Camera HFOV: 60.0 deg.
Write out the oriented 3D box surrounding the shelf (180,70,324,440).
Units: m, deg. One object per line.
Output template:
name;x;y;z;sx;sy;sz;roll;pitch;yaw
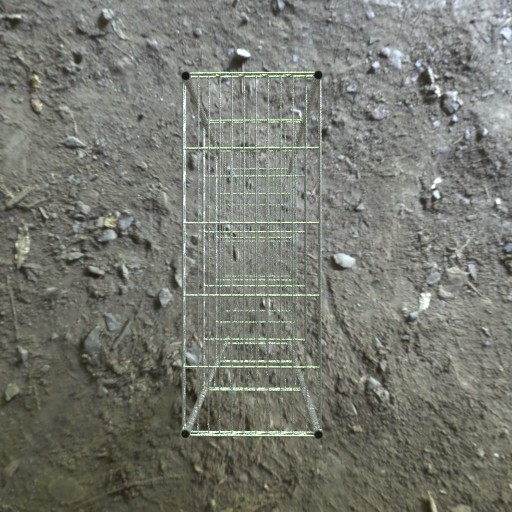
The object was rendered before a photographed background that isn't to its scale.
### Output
shelf;0.000;0.000;1.767;0.352;1.360;0.907;0;90;1
